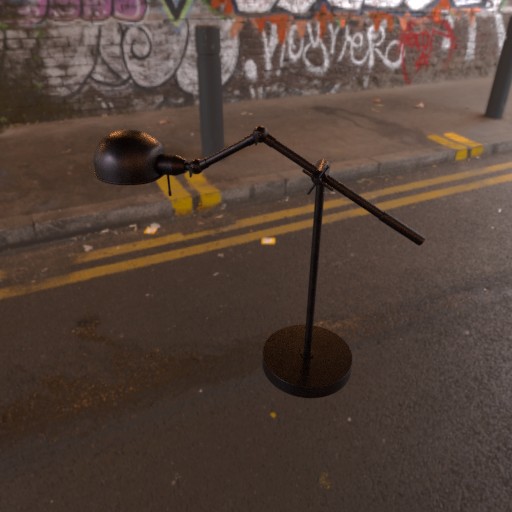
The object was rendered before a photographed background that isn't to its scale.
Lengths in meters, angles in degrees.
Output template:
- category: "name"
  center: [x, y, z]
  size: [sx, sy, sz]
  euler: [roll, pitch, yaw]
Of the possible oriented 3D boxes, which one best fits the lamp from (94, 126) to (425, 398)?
- category: "lamp"
  center: [0.000, 0.000, 0.829]
  size: [0.567, 0.495, 0.185]
  euler: [8, 32, 12]
